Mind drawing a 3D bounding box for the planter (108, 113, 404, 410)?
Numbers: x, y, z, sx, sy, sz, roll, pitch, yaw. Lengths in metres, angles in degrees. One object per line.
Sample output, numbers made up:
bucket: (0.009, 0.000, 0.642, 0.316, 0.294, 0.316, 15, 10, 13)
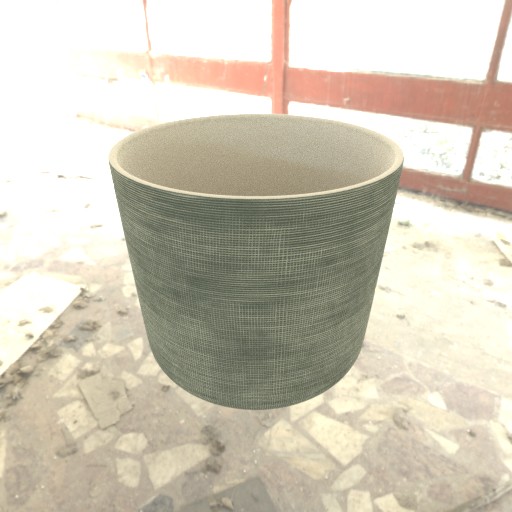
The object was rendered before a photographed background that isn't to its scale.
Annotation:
planter: (0.000, 0.000, 0.783, 0.440, 0.398, 0.440, 0, 30, 0)
